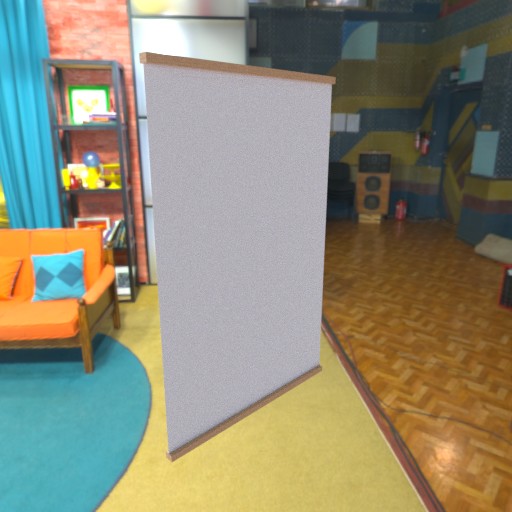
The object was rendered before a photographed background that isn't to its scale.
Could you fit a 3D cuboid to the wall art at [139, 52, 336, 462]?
[{"bbox_3d":[0.000,0.000,0.775,0.401,0.611,0.016,-15,22,-43],"label":"wall art"}]
